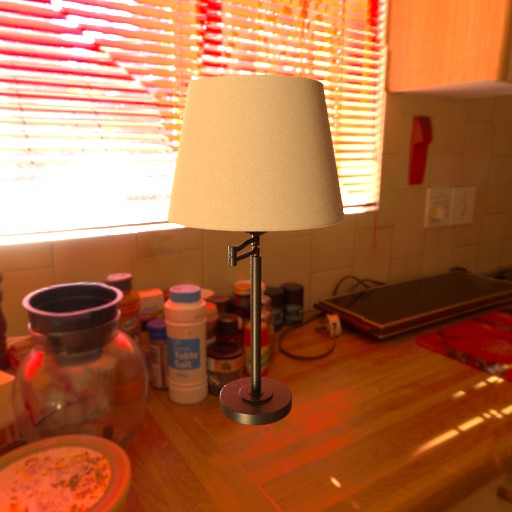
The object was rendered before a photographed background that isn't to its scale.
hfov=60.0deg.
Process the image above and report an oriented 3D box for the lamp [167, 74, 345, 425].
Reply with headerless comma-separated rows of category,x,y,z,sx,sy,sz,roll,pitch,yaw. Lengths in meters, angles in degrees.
lamp,0.000,0.000,0.935,0.363,0.696,0.363,0,13,0
